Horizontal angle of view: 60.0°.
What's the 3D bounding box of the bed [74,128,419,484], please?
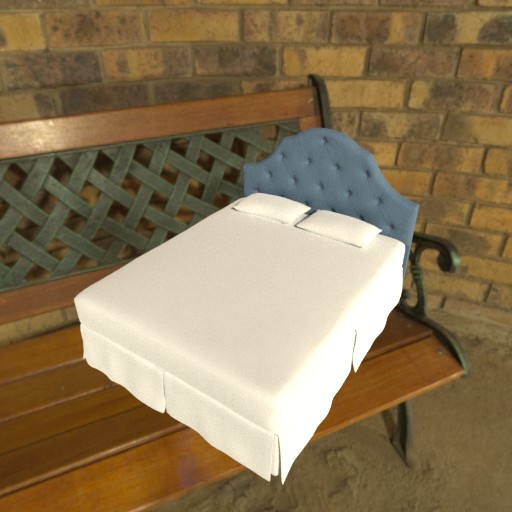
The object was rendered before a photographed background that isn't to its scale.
[{"bbox_3d":[0.000,0.000,3.802,2.039,1.617,2.477,20,37,29],"label":"bed"}]
